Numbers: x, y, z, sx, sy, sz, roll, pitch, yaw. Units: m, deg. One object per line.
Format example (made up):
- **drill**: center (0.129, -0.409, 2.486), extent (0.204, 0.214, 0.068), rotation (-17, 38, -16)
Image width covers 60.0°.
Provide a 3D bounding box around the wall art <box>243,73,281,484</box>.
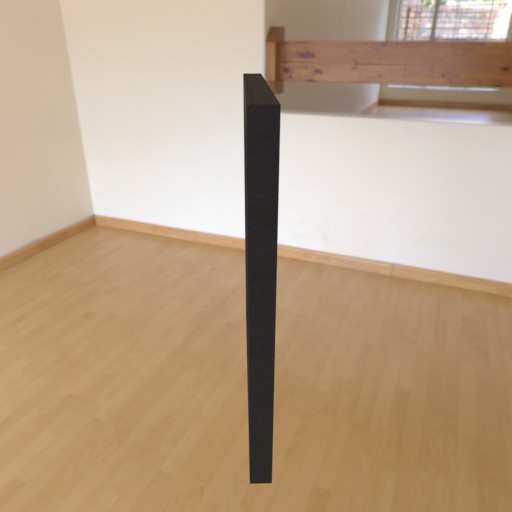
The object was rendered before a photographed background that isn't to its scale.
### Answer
- **wall art**: center (0.000, 0.000, 0.761), extent (0.034, 0.552, 0.455), rotation (-1, 26, -2)
